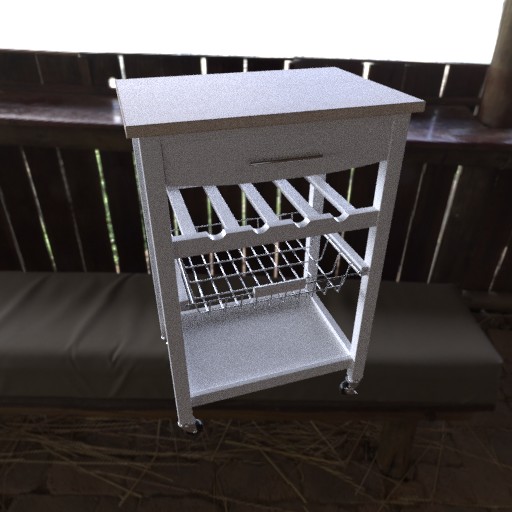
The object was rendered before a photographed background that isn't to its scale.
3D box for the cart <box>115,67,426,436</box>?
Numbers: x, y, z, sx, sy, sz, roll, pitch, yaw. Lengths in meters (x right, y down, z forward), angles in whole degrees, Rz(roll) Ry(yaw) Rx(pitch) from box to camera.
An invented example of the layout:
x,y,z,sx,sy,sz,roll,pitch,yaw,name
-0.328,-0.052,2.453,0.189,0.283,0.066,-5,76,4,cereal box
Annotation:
x,y,z,sx,sy,sz,roll,pitch,yaw,name
0.000,0.000,1.193,0.578,0.857,0.406,-10,34,-15,cart
